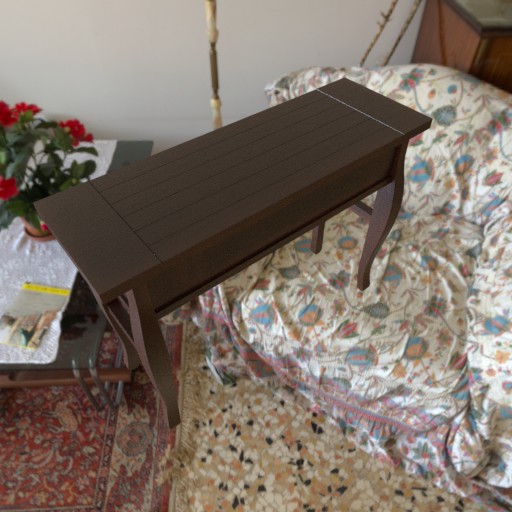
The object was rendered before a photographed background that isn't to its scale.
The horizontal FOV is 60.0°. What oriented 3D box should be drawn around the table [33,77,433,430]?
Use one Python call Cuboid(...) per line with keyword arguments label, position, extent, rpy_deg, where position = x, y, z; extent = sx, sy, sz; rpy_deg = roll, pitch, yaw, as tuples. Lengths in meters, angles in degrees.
Cuboid(label="table", position=(0.000, 0.000, 1.455), extent=(1.062, 0.768, 0.373), rpy_deg=(-30, 53, -26))
